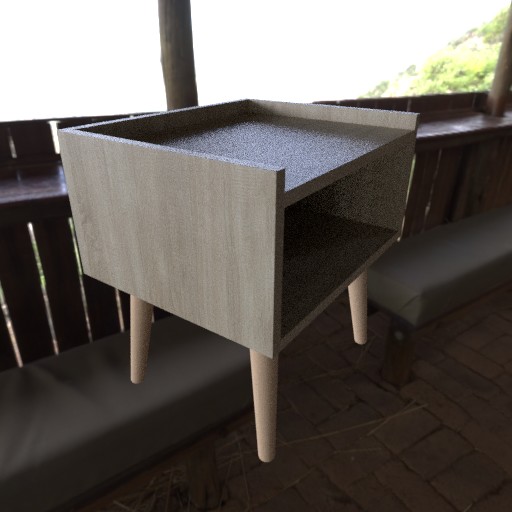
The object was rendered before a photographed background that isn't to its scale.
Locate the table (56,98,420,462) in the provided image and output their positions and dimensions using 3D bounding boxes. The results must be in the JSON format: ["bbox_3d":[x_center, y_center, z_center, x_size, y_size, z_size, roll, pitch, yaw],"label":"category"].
[{"bbox_3d":[0.000,0.000,0.795,0.370,0.470,0.450,18,31,31],"label":"table"}]
